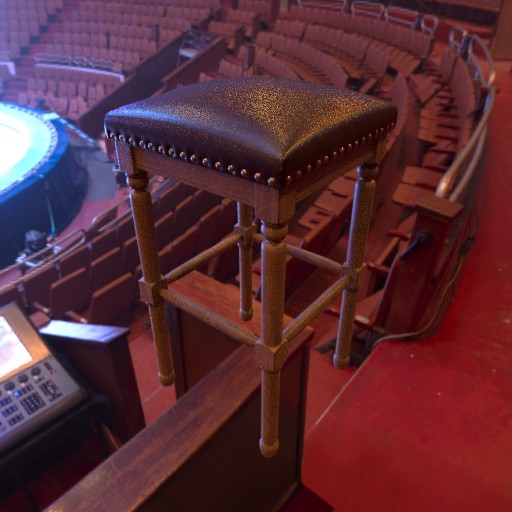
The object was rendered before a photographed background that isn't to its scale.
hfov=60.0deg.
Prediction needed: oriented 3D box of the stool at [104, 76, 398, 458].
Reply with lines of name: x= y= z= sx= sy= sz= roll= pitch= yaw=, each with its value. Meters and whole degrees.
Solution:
stool: x=0.000 y=0.000 z=0.948 sx=0.383 sy=0.702 sz=0.382 roll=22 pitch=38 yaw=32
